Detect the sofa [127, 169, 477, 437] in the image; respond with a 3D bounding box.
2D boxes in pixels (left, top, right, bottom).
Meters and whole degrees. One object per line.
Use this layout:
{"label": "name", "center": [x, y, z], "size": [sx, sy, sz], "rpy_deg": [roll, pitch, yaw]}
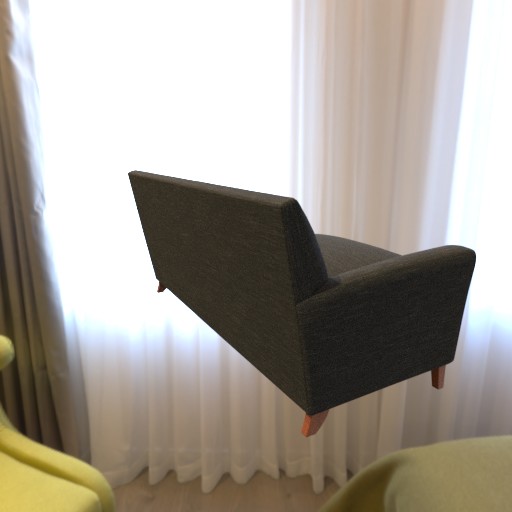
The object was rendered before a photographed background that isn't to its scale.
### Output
{"label": "sofa", "center": [0.000, 0.000, 2.373], "size": [0.875, 0.846, 1.976], "rpy_deg": [-7, 16, -28]}
